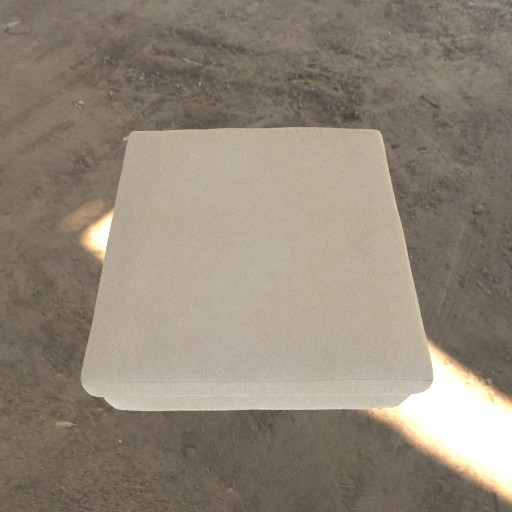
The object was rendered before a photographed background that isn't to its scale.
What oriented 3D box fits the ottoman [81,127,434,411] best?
[{"bbox_3d":[0.000,0.000,1.886,1.190,0.522,1.205,0,58,0],"label":"ottoman"}]
